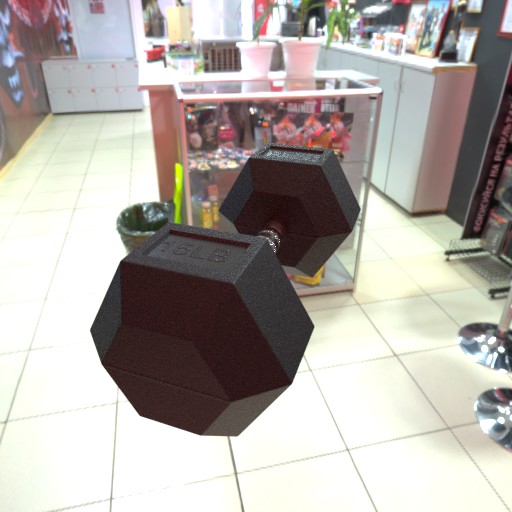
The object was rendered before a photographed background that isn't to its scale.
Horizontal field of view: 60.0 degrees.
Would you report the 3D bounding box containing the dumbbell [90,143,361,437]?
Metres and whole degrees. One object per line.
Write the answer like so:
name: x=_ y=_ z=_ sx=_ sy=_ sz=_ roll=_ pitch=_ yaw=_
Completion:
dumbbell: x=0.000 y=0.000 z=0.332 sx=0.122 sy=0.106 sz=0.271 roll=10 pitch=31 yaw=17
